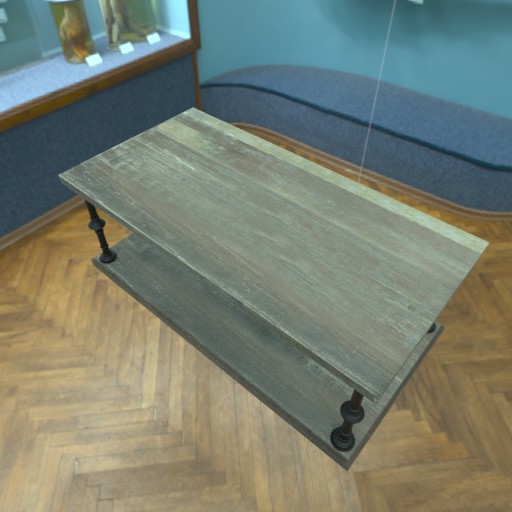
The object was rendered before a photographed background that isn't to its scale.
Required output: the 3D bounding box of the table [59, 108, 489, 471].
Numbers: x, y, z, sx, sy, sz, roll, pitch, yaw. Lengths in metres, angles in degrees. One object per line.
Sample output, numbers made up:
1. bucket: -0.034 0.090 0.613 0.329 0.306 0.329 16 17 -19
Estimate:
1. table: 0.000 0.000 1.370 1.088 0.399 0.554 32 54 27
